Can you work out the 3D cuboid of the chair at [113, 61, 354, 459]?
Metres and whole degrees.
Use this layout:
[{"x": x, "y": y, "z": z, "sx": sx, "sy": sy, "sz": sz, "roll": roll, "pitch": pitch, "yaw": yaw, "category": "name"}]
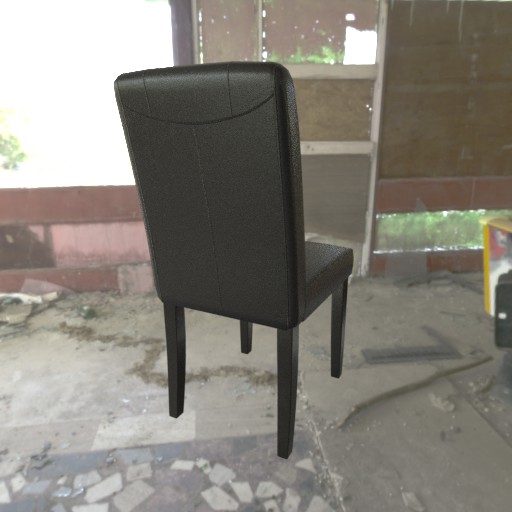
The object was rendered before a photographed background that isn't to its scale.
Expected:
[{"x": 0.000, "y": 0.000, "z": 1.190, "sx": 0.399, "sy": 0.897, "sz": 0.556, "roll": 9, "pitch": 18, "yaw": 27, "category": "chair"}]
